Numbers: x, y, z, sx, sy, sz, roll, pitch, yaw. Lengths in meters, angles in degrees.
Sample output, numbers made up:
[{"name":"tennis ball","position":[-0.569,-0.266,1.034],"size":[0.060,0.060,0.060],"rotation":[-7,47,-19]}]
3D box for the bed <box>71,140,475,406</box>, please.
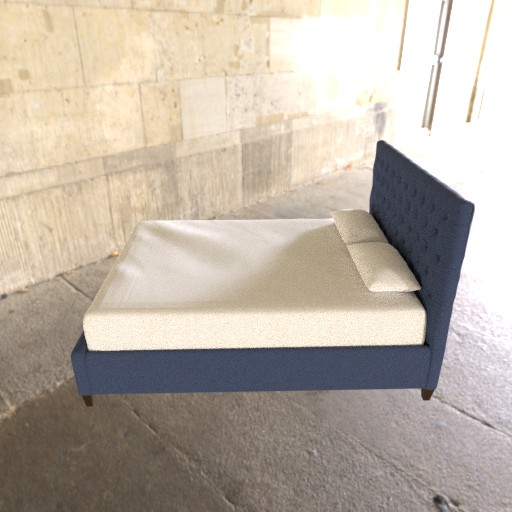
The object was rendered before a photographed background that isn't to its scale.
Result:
[{"name":"bed","position":[0.000,0.000,3.424],"size":[2.387,1.427,1.706],"rotation":[-1,26,-1]}]
